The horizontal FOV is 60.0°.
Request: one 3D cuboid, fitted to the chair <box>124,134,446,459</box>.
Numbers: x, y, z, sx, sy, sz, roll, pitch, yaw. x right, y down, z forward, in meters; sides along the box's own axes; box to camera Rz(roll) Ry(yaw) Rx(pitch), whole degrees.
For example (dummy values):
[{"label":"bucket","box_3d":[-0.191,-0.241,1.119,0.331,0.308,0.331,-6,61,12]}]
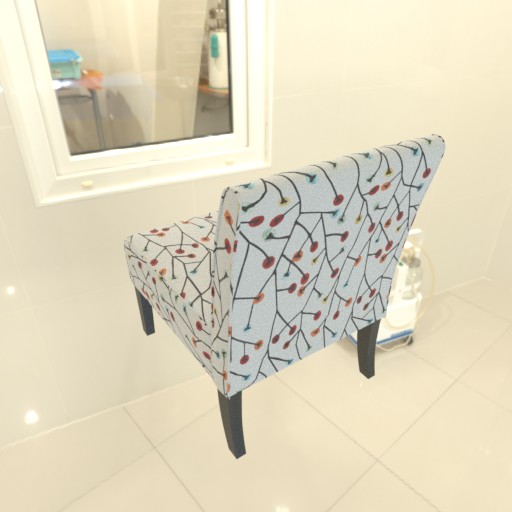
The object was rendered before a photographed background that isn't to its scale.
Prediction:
[{"label":"chair","box_3d":[0.000,0.000,1.342,0.597,0.813,0.732,-20,37,-29]}]
